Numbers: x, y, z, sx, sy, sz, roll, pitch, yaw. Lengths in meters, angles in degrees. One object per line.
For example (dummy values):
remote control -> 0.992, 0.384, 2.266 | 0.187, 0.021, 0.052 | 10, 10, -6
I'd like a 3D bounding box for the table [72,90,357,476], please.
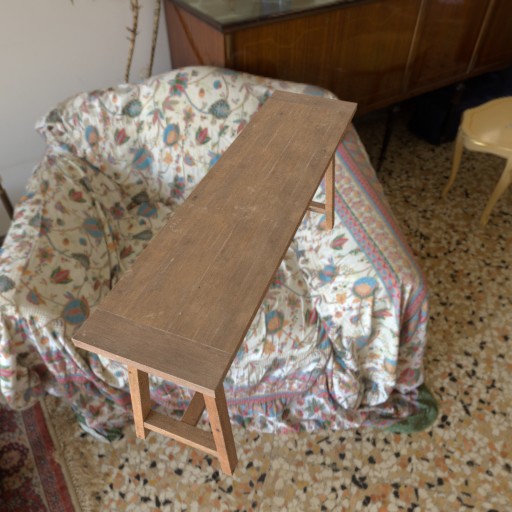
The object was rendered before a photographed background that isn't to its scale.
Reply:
table -> 0.000, 0.000, 2.125 | 0.465, 0.810, 1.800 | 15, 47, 15
